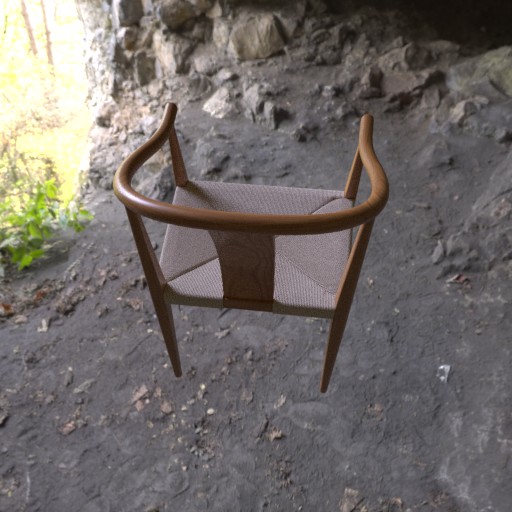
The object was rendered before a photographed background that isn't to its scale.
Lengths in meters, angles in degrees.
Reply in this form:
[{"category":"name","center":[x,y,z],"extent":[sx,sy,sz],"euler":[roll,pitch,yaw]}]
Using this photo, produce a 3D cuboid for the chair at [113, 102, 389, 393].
[{"category":"chair","center":[0.000,0.000,1.184],"extent":[0.556,0.800,0.579],"euler":[5,48,4]}]
